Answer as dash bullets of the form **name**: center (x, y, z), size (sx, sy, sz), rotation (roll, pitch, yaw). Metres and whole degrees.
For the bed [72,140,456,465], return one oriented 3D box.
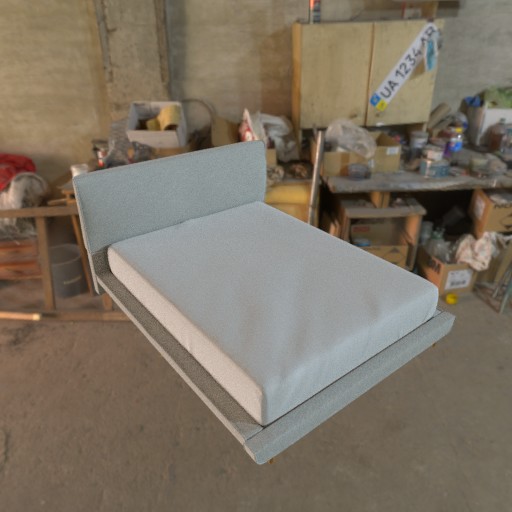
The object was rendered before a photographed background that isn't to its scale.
- **bed**: center (0.000, 0.000, 3.574), size (1.980, 1.126, 2.498), rotation (-21, 35, -33)
